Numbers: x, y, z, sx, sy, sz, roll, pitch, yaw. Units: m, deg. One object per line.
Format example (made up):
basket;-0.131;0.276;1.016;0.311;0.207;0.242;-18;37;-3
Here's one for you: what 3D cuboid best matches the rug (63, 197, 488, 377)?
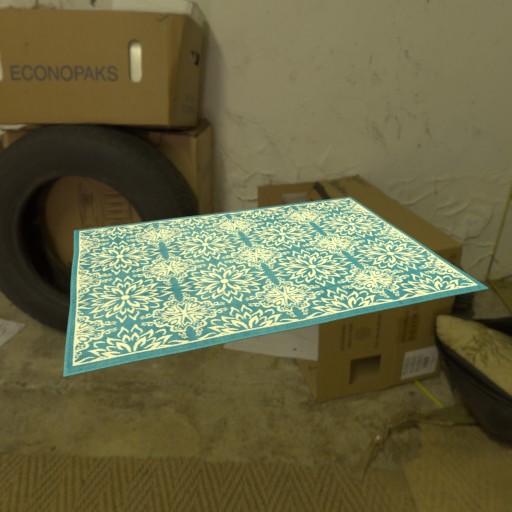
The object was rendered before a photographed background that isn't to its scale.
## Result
rug;0.000;0.000;2.803;2.205;0.012;1.554;-9;29;-16
